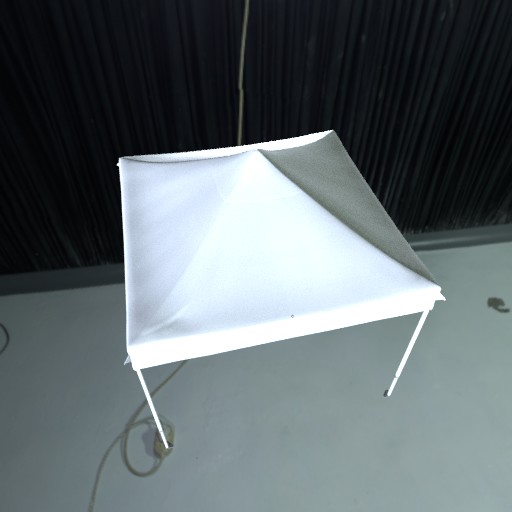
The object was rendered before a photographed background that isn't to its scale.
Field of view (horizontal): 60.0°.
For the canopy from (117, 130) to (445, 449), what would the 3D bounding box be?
[{"bbox_3d":[0.000,0.000,5.386,2.994,2.998,2.996,-10,47,-9],"label":"canopy"}]
